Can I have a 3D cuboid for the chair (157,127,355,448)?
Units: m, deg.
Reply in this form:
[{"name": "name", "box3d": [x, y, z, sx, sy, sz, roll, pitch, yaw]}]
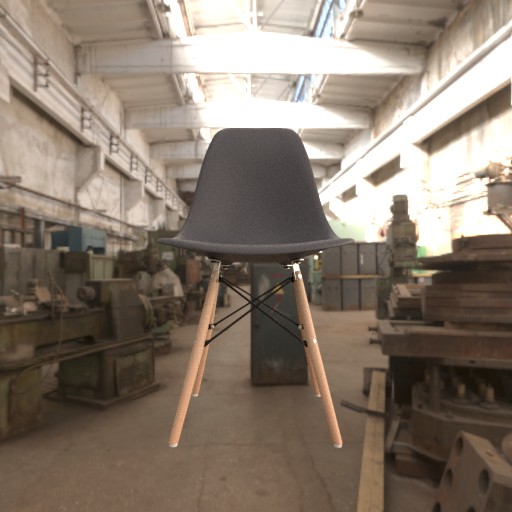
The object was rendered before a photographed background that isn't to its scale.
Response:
[{"name": "chair", "box3d": [0.000, 0.000, 1.152, 0.470, 0.826, 0.533, 0, -1, 0]}]
